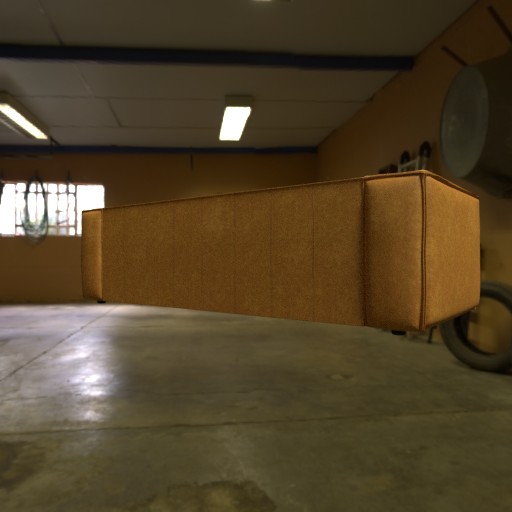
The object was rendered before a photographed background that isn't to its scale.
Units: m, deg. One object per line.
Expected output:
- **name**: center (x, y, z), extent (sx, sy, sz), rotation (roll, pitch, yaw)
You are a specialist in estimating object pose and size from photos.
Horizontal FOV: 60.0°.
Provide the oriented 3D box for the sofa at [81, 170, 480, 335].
- **sofa**: center (0.000, 0.000, 2.965), extent (2.581, 0.701, 1.102), rotation (0, 0, 37)
